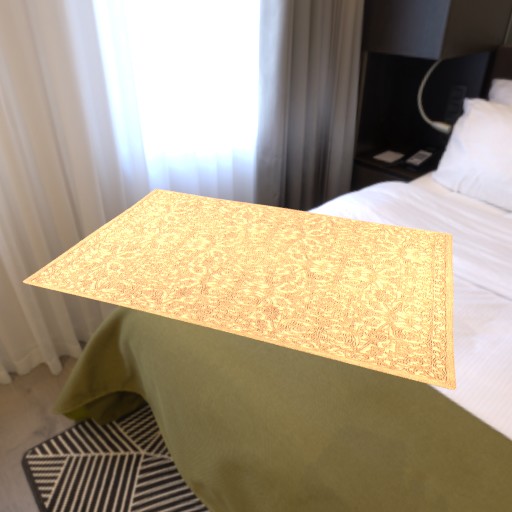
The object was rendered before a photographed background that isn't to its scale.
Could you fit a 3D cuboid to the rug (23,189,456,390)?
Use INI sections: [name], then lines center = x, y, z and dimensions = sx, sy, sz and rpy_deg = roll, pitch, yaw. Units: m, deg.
[rug]
center = 0.000, 0.000, 2.917
dimensions = 2.435, 0.012, 1.529
rpy_deg = 11, 33, 17
